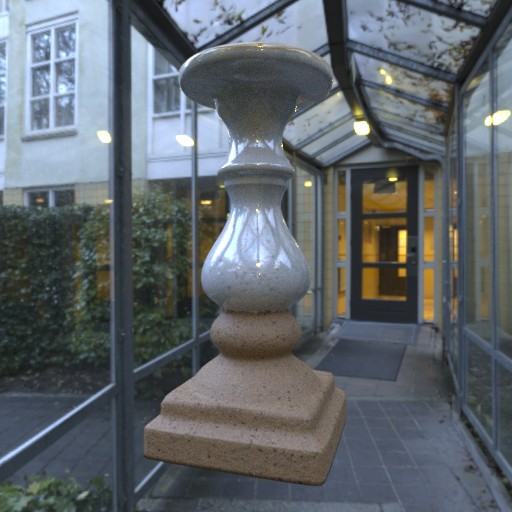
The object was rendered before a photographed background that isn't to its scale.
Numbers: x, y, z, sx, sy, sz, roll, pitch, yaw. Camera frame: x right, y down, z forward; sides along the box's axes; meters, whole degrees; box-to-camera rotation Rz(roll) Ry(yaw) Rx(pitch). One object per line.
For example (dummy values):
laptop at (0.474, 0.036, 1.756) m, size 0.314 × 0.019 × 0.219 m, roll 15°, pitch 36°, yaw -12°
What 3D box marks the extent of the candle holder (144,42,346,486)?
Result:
candle holder at (0.000, 0.000, 0.296) m, size 0.110 × 0.239 × 0.110 m, roll 0°, pitch 1°, yaw 18°
